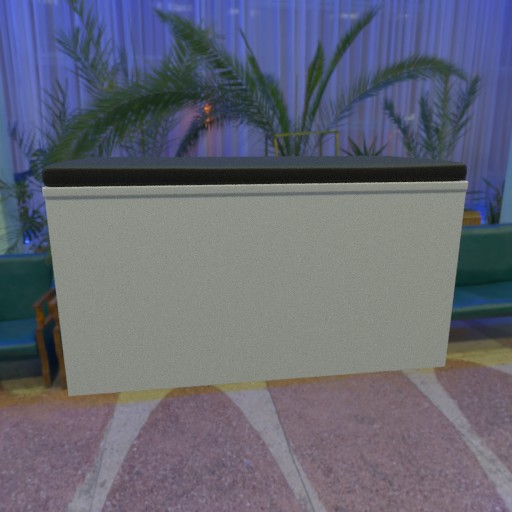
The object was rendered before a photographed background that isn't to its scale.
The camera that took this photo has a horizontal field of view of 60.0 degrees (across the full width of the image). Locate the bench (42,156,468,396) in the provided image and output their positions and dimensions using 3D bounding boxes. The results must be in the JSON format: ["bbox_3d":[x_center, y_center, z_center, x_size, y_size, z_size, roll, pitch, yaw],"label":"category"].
[{"bbox_3d":[0.000,0.000,1.163,0.899,0.500,0.401,-2,15,-8],"label":"bench"}]
